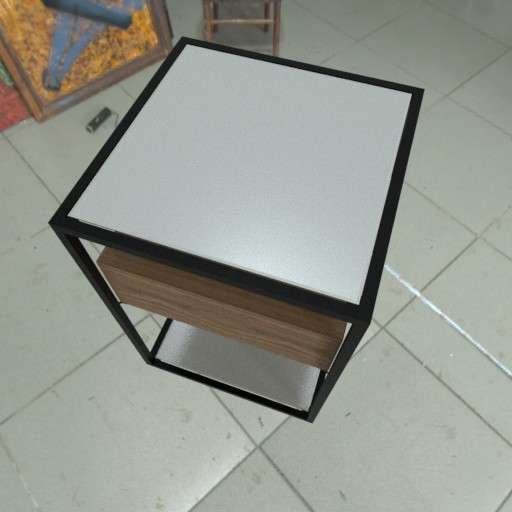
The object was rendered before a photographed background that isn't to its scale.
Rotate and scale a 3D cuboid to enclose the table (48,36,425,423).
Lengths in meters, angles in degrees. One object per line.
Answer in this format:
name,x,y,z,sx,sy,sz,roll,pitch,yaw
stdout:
table,0.000,0.000,0.803,0.378,0.540,0.378,17,61,10
